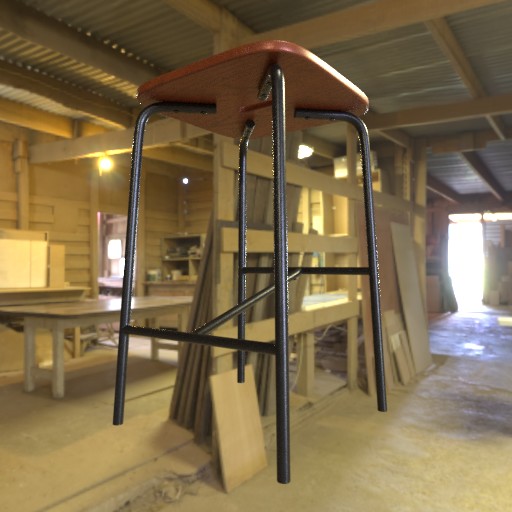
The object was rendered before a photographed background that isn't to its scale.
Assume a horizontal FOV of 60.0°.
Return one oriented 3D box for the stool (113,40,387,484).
[{"bbox_3d":[0.000,0.000,0.847,0.376,0.610,0.376,-1,-2,37],"label":"stool"}]
